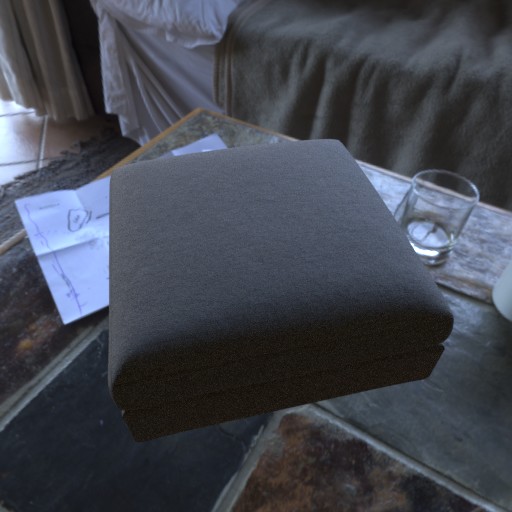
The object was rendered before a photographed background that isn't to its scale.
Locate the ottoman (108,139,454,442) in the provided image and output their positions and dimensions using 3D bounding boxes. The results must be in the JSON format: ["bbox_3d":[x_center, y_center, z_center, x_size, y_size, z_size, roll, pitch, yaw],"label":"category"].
[{"bbox_3d":[0.000,0.000,1.659,1.041,0.470,1.041,-9,47,-9],"label":"ottoman"}]
